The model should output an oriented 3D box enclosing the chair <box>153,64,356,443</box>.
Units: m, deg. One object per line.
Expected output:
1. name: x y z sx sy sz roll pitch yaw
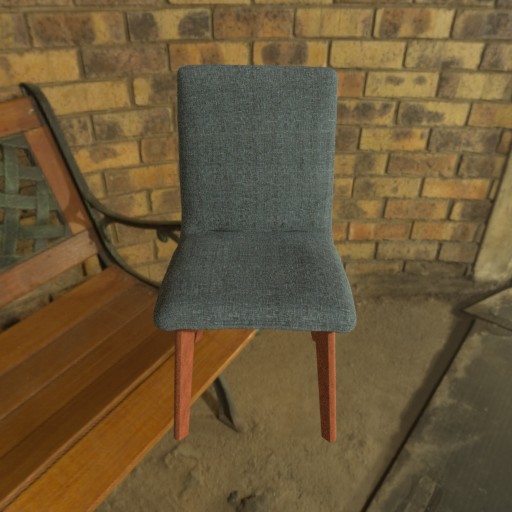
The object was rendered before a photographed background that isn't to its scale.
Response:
1. chair: 0.000 0.000 1.303 0.522 0.974 0.563 0 32 1
